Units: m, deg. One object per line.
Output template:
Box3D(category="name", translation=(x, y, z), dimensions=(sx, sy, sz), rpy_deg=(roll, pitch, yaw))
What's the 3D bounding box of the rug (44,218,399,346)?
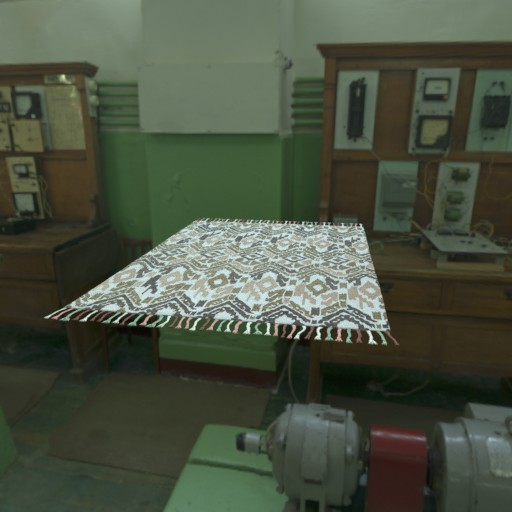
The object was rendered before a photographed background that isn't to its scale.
Box3D(category="rug", translation=(0.000, 0.000, 2.331), dimensions=(1.219, 0.008, 1.829), rpy_deg=(3, 17, 10))
